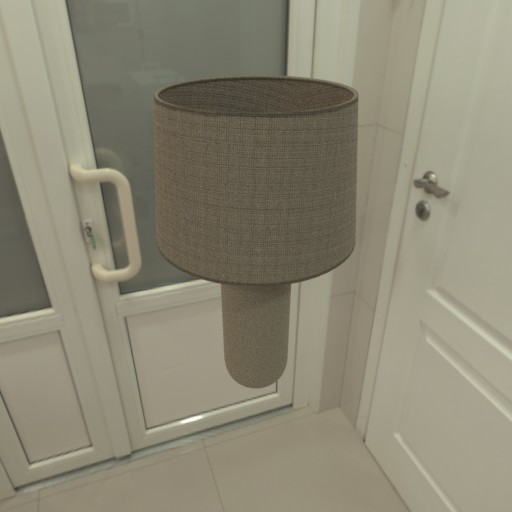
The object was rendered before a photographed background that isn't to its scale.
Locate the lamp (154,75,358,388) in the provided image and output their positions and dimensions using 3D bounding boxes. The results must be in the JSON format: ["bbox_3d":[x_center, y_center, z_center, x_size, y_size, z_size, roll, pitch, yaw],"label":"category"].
[{"bbox_3d":[0.000,0.000,0.857,0.367,0.609,0.367,0,30,0],"label":"lamp"}]
